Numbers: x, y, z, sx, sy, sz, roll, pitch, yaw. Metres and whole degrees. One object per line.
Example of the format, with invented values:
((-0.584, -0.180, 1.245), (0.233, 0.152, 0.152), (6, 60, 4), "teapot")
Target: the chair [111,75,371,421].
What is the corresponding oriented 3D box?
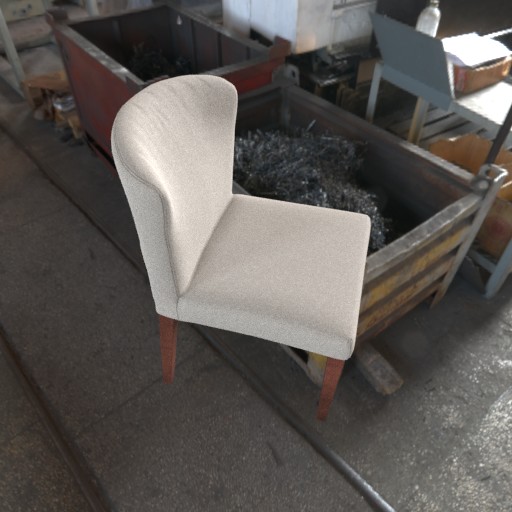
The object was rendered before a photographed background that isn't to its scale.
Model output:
((0.000, 0.000, 1.218), (0.592, 0.839, 0.491), (11, 46, 10), "chair")
